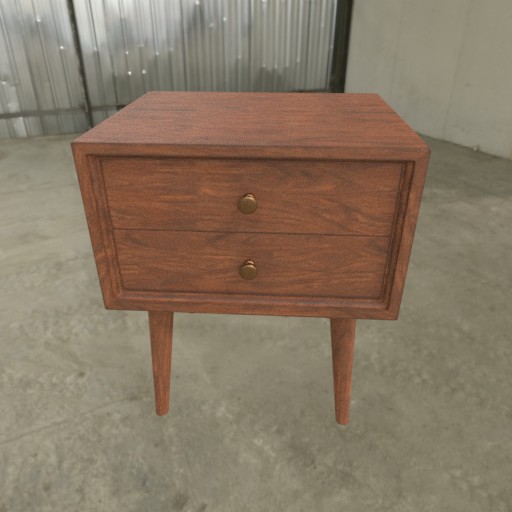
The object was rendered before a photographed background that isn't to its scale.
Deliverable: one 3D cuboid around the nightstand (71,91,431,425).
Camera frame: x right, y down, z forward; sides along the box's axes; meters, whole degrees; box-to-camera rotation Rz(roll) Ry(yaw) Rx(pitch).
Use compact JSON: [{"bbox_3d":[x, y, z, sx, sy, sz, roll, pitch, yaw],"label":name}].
[{"bbox_3d":[0.000,0.000,0.969,0.521,0.607,0.445,2,30,3],"label":"nightstand"}]
